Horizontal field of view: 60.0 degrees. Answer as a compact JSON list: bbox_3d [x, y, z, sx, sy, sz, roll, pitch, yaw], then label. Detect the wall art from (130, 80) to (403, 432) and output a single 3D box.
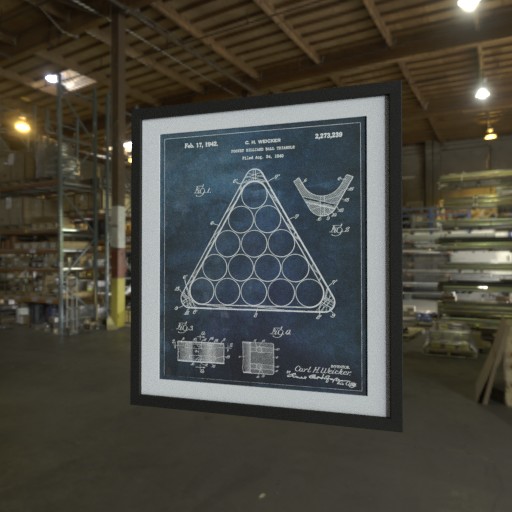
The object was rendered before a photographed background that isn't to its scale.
[{"bbox_3d":[0.000,0.000,1.203,0.755,0.863,0.028,0,-1,16],"label":"wall art"}]
